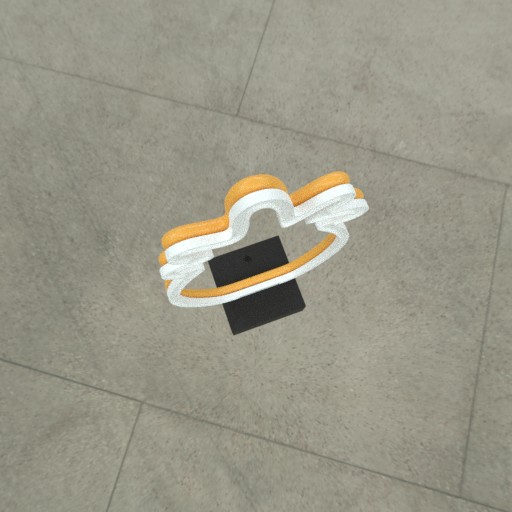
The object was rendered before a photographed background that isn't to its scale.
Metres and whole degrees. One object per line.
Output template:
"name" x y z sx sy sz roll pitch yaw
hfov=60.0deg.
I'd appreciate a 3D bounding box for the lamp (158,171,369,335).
"lamp" 0.000 0.000 0.385 0.167 0.317 0.088 -19 76 -5
